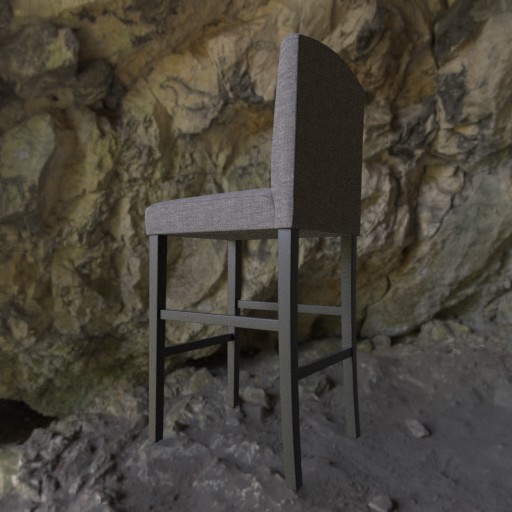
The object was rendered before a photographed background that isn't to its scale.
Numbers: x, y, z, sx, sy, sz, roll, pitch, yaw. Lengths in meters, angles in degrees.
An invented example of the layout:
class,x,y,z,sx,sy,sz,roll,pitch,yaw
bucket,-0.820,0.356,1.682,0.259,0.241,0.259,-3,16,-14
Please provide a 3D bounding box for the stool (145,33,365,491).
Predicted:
class,x,y,z,sx,sy,sz,roll,pitch,yaw
stool,0.000,0.000,1.386,0.552,1.138,0.451,0,-1,35
